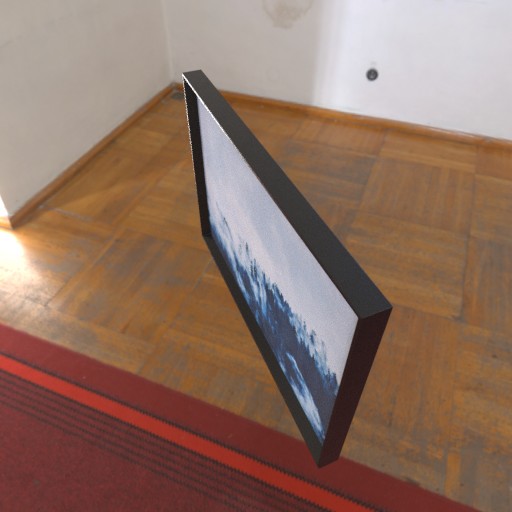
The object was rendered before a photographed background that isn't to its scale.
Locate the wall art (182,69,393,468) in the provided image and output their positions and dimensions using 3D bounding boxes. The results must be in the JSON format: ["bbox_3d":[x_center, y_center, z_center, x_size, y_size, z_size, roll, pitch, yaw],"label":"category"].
[{"bbox_3d":[0.000,0.000,1.203,0.058,0.640,0.939,-17,48,-16],"label":"wall art"}]
